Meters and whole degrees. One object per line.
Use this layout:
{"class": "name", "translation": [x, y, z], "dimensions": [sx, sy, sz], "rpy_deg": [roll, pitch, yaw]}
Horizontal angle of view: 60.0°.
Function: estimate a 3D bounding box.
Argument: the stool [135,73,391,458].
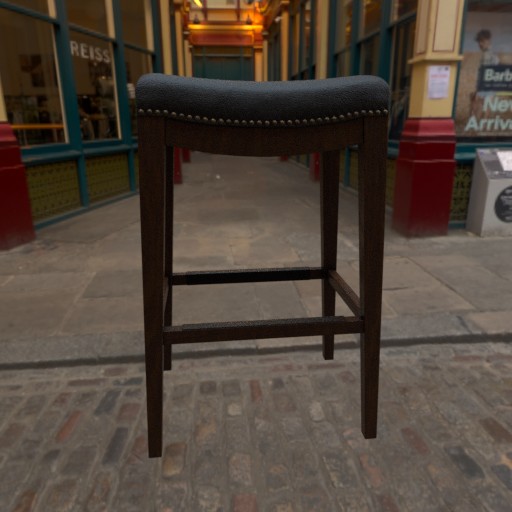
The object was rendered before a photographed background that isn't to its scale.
{"class": "stool", "translation": [0.000, 0.000, 1.017], "dimensions": [0.500, 0.765, 0.361], "rpy_deg": [-2, 18, -7]}
